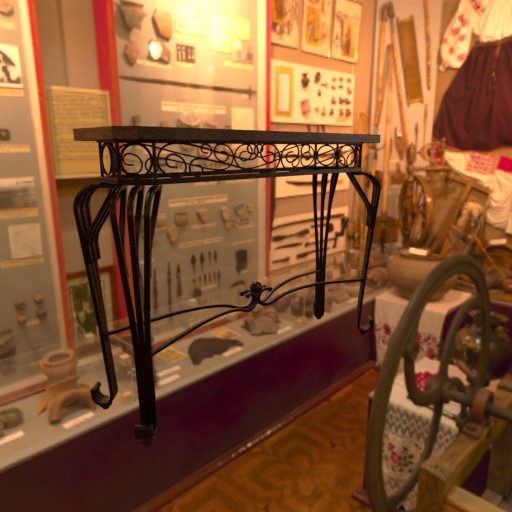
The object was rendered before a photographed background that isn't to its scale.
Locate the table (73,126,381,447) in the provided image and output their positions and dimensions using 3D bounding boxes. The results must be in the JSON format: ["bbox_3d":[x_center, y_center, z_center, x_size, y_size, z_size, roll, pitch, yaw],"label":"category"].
[{"bbox_3d":[0.000,0.000,1.492,1.112,0.800,0.329,-13,19,-43],"label":"table"}]
